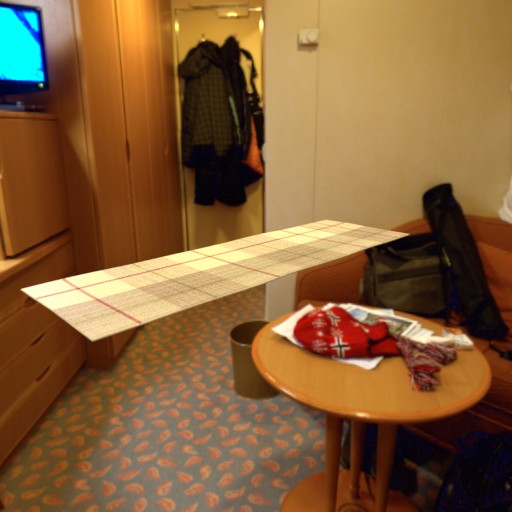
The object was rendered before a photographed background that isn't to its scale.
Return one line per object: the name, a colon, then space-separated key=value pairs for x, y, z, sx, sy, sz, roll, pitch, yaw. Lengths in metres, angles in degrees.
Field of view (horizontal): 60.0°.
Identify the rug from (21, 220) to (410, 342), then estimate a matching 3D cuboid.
rug: x=0.000 y=0.000 z=2.700 sx=2.439 sy=0.013 sz=0.762 roll=-15 pitch=22 yaw=-43
